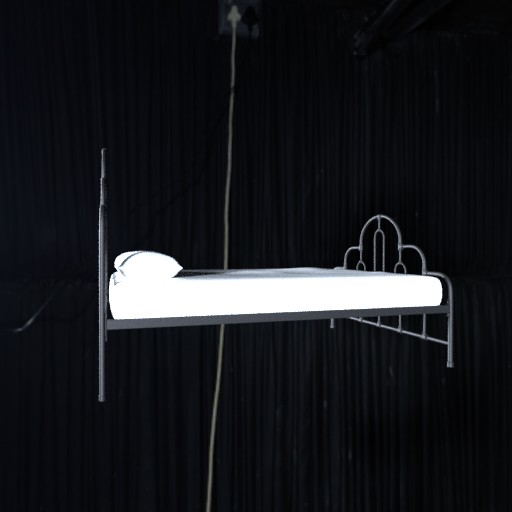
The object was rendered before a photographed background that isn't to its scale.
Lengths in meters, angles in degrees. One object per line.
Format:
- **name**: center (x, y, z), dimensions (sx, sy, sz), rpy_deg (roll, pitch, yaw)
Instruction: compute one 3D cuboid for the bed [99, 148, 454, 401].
- **bed**: center (0.000, 0.000, 3.291), dimensions (2.163, 1.429, 1.640), rpy_deg (0, 0, -18)
